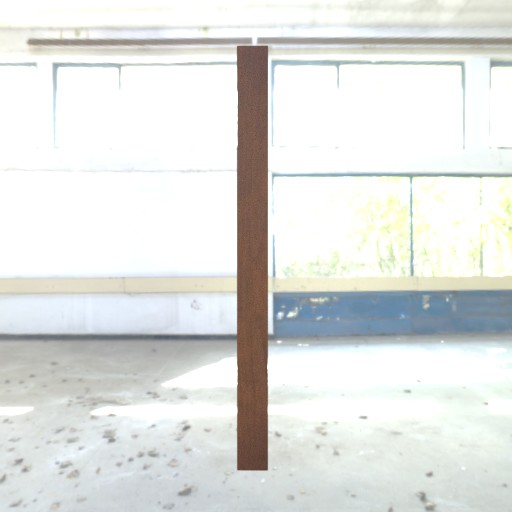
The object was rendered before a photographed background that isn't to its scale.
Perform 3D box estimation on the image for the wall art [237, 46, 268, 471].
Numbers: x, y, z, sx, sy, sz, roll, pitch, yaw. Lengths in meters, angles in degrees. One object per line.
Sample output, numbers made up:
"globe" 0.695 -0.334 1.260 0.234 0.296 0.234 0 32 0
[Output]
"wall art" 0.000 0.000 0.755 0.033 0.457 0.558 0 1 1
